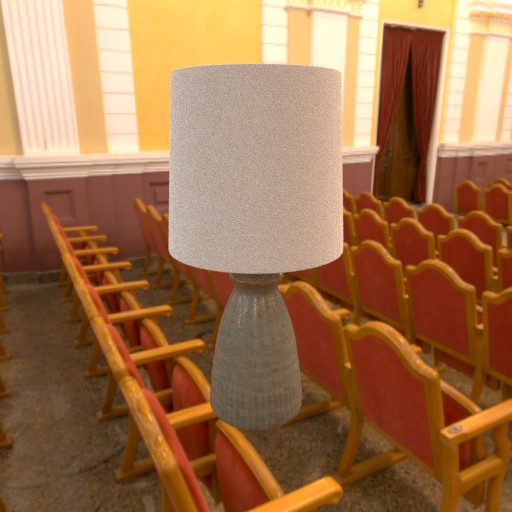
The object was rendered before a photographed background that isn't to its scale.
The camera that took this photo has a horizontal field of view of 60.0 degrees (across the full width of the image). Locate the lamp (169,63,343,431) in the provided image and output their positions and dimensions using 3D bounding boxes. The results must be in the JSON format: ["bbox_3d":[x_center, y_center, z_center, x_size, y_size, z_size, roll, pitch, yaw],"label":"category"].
[{"bbox_3d":[0.000,0.000,0.485,0.186,0.369,0.186,0,17,0],"label":"lamp"}]
